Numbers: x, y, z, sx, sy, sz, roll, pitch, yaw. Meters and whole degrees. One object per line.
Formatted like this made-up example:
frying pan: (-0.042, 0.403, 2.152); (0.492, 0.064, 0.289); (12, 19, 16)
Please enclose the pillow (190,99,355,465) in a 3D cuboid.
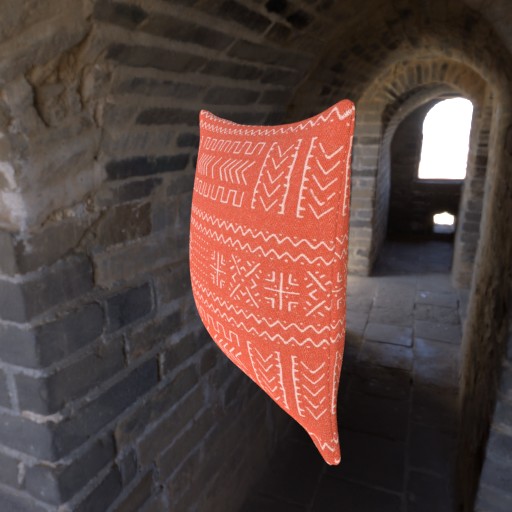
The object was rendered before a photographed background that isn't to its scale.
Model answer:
pillow: (0.000, 0.000, 0.663); (0.164, 0.429, 0.438); (-8, 18, -25)
